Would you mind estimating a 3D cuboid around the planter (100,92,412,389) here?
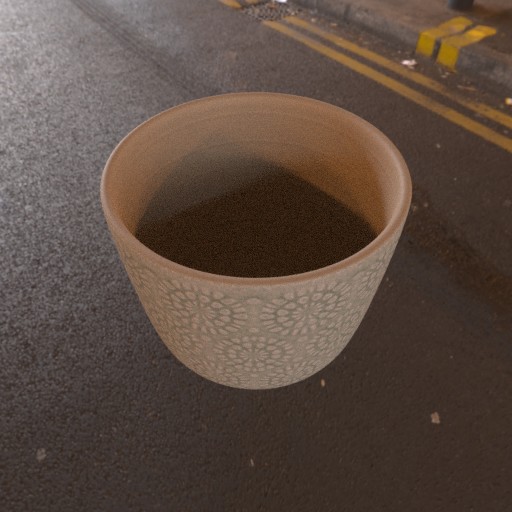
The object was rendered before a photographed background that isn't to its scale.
[{"bbox_3d":[0.000,0.000,0.220,0.124,0.109,0.124,0,48,0],"label":"planter"}]
